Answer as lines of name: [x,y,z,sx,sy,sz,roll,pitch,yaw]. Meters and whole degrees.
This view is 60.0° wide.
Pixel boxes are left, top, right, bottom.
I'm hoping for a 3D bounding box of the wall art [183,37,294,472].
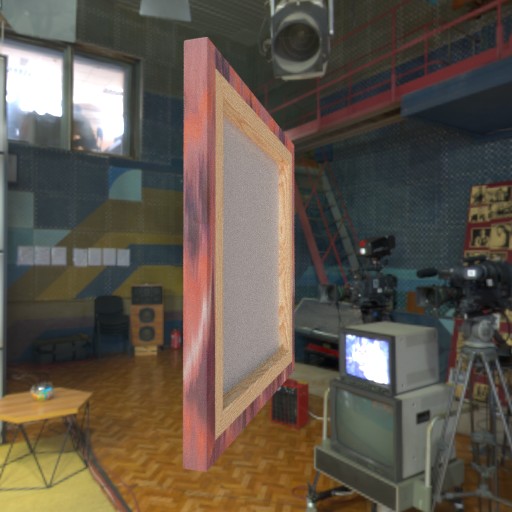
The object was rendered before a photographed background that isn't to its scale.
wall art: [0.000,0.000,0.912,0.037,0.609,0.603,0,-1,17]
